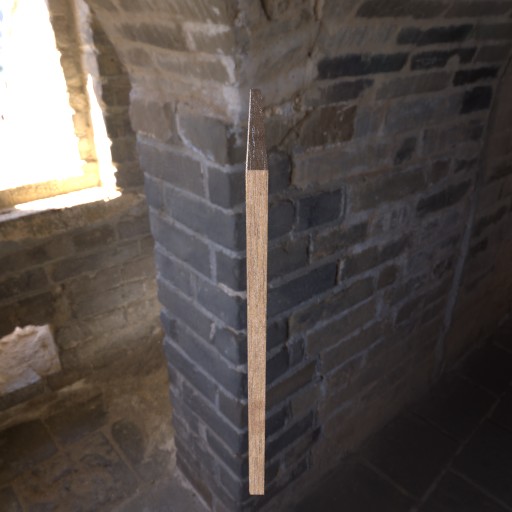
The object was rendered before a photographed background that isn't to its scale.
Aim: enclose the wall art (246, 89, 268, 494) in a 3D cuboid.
[{"bbox_3d":[0.000,0.000,0.949,0.026,0.588,0.690,0,28,0],"label":"wall art"}]
